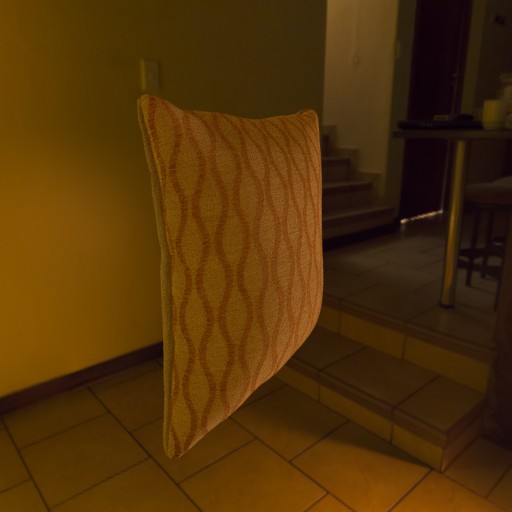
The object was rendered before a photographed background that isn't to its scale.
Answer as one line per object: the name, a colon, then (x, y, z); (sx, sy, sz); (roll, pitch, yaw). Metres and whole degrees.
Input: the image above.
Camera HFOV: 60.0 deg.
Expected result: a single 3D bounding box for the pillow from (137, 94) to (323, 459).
pillow: (0.000, 0.000, 0.665); (0.159, 0.436, 0.429); (8, 18, 28)
